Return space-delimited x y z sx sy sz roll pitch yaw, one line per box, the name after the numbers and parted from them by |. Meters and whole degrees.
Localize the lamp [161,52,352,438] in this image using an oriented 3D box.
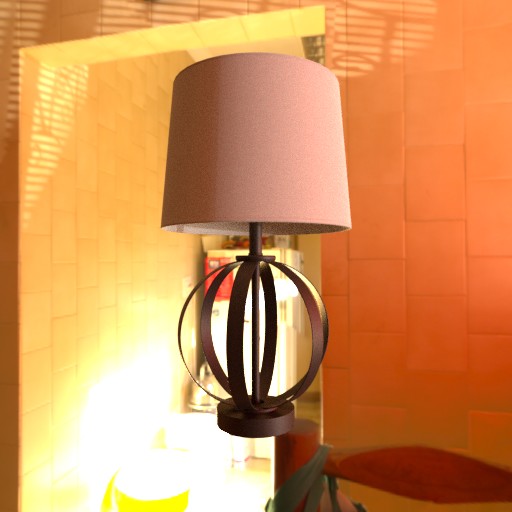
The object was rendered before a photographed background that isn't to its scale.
0.000 0.000 0.680 0.286 0.510 0.286 0 -1 0 | lamp
